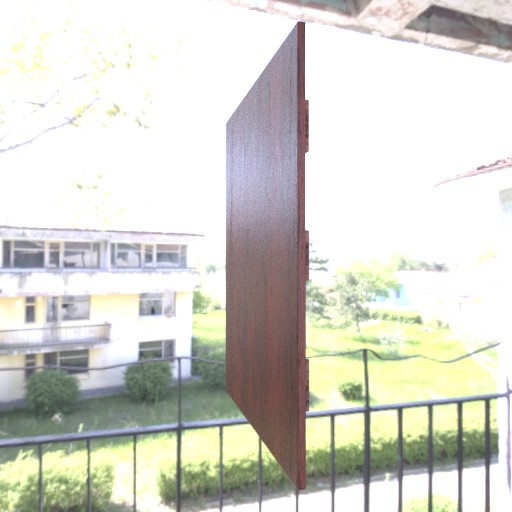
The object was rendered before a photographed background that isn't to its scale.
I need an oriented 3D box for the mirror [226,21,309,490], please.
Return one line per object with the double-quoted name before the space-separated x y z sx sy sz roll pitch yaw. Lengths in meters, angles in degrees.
"mirror" 0.000 0.000 1.051 0.021 0.805 0.600 0 0 -16
